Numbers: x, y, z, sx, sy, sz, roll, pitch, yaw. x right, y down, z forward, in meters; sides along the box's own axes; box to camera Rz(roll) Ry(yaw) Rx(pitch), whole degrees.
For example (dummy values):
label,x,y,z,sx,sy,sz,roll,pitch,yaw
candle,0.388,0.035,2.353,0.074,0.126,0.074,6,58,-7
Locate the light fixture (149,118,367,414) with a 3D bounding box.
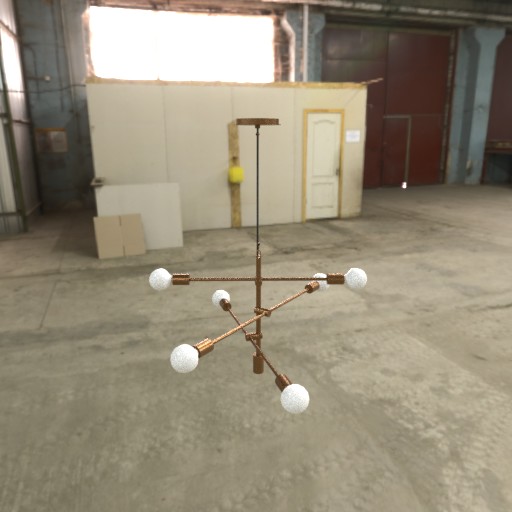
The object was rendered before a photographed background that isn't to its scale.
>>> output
label,x,y,z,sx,sy,sz,roll,pitch,yaw
light fixture,0.000,0.000,1.260,0.637,0.744,0.682,3,15,10
